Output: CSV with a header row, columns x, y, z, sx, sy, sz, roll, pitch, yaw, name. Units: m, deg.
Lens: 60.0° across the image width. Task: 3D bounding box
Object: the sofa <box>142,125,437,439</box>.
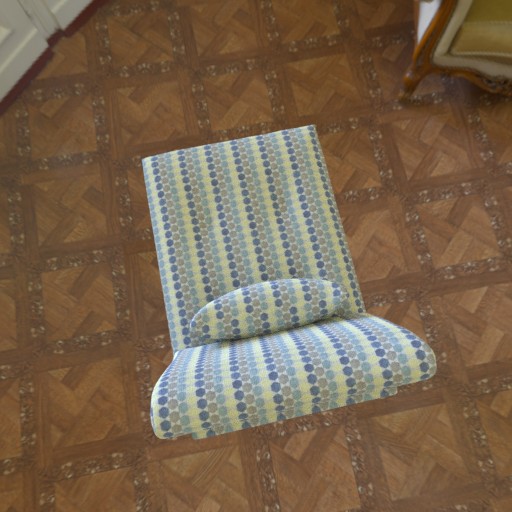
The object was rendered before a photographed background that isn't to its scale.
x,y,z,sx,sy,sz,roll,pitch,yaw,name
0.000,0.000,1.499,0.700,0.820,1.000,-12,76,-3,sofa
